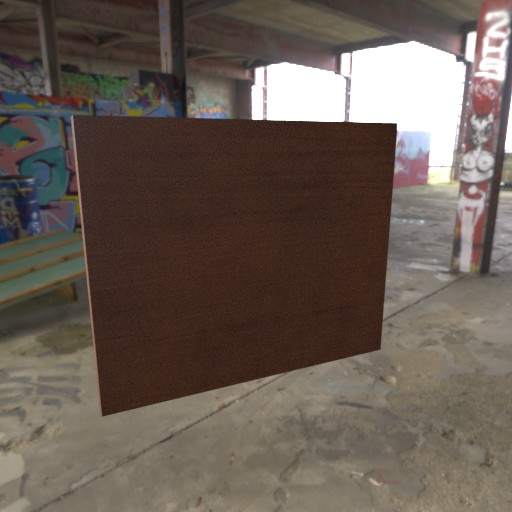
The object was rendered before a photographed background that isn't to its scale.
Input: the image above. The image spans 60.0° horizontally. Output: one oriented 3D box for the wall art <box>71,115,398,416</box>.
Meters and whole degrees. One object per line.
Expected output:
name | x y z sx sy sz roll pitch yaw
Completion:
wall art | 0.000 0.000 0.560 0.401 0.328 0.030 -7 16 -24
